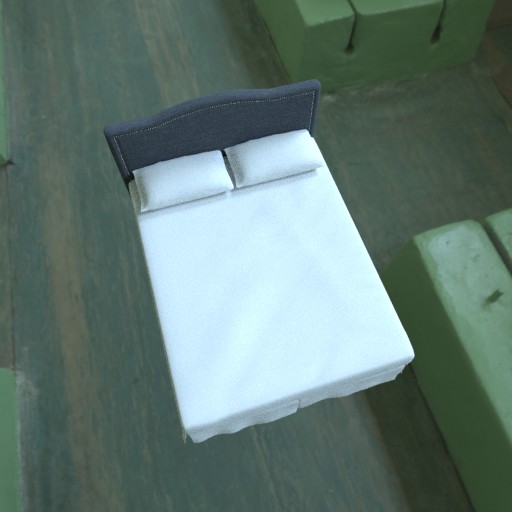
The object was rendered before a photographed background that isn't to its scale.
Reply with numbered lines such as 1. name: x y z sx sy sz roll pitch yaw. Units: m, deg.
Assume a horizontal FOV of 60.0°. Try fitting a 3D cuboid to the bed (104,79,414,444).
1. bed: 0.000 0.000 4.075 2.161 1.457 2.689 -15 65 -8
